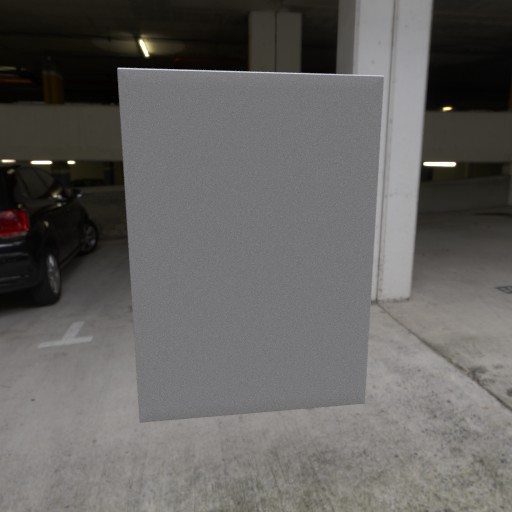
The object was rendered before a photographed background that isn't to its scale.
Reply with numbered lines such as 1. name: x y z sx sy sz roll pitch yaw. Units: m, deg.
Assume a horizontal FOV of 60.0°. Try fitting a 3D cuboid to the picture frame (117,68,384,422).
1. picture frame: 0.000 0.000 0.688 0.381 0.534 0.012 -2 13 -8
